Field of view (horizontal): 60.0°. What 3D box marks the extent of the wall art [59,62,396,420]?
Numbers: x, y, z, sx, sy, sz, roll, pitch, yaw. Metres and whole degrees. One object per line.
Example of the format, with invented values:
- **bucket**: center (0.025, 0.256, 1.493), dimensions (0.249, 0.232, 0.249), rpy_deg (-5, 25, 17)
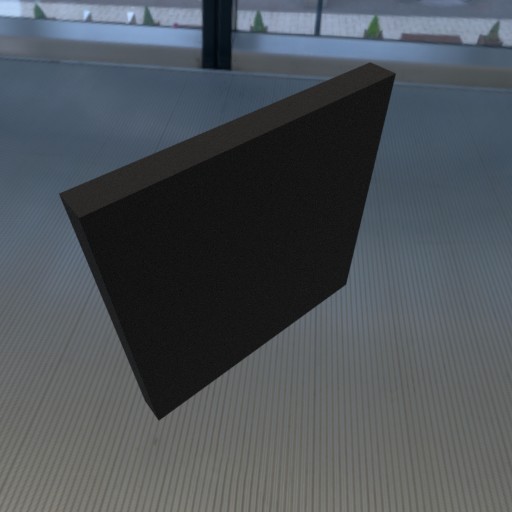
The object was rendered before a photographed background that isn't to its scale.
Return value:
- **wall art**: center (0.000, 0.000, 0.458), dimensions (0.308, 0.305, 0.030), rpy_deg (-31, 54, -26)
